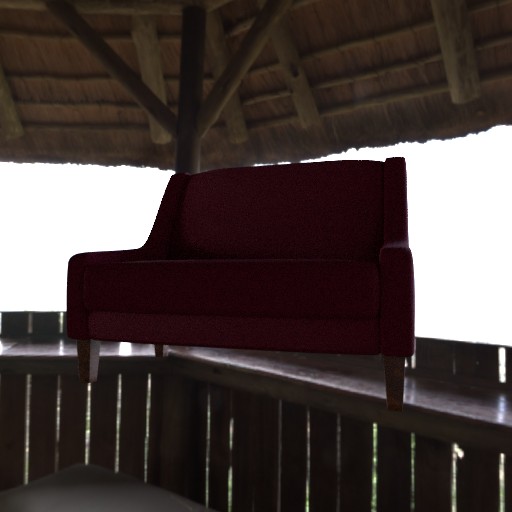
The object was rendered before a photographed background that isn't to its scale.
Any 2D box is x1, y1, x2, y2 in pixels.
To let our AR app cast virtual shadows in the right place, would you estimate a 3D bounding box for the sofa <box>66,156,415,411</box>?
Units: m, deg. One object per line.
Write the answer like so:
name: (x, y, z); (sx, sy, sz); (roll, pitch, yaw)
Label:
sofa: (0.000, 0.000, 1.880); (1.242, 0.976, 0.946); (-1, -2, 18)
